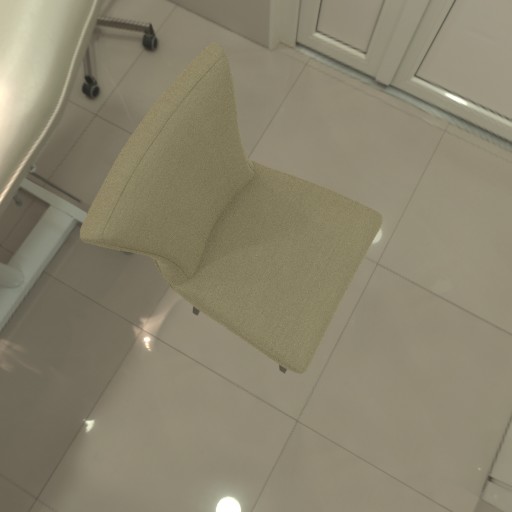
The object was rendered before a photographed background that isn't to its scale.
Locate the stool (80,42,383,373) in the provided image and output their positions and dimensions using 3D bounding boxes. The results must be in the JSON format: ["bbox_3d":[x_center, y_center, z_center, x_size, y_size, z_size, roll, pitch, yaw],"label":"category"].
[{"bbox_3d":[0.000,0.000,1.381,0.574,1.086,0.514,28,78,7],"label":"stool"}]
